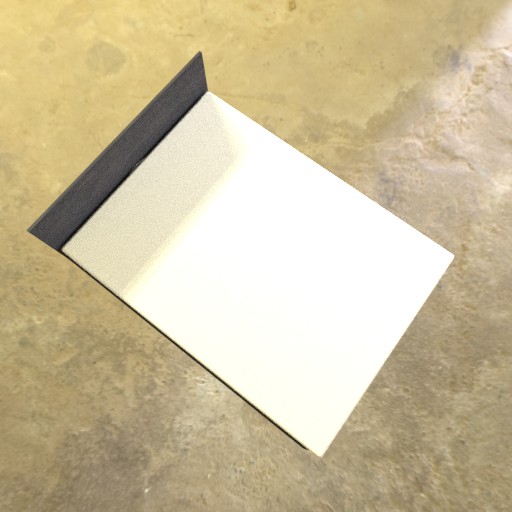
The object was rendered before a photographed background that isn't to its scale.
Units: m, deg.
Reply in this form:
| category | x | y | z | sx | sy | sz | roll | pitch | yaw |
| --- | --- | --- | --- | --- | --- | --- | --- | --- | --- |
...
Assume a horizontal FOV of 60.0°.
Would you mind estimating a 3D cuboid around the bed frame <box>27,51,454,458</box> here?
| category | x | y | z | sx | sy | sz | roll | pitch | yaw |
| --- | --- | --- | --- | --- | --- | --- | --- | --- | --- |
| bed frame | 0.000 | 0.000 | 2.656 | 1.900 | 0.800 | 1.400 | 36 | 77 | 10 |
